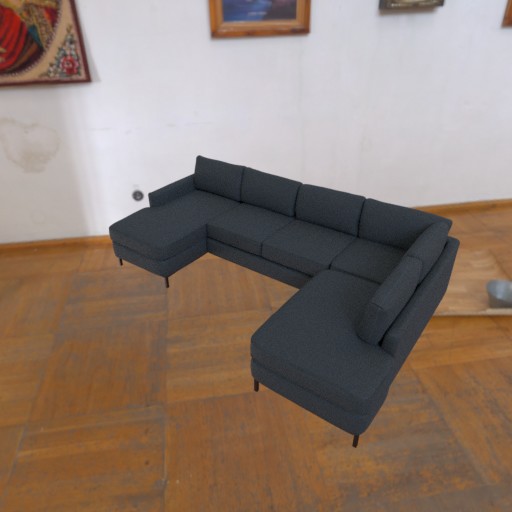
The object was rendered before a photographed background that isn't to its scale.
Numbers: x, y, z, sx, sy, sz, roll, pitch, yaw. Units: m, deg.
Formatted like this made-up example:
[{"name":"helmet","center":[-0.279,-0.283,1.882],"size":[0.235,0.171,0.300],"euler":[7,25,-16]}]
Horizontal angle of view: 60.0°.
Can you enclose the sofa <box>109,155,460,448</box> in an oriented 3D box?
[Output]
[{"name":"sofa","center":[0.000,0.000,3.907],"size":[2.975,0.858,1.984],"euler":[21,37,30]}]
